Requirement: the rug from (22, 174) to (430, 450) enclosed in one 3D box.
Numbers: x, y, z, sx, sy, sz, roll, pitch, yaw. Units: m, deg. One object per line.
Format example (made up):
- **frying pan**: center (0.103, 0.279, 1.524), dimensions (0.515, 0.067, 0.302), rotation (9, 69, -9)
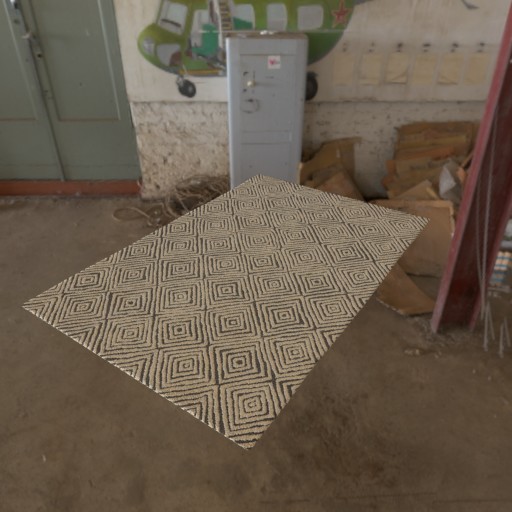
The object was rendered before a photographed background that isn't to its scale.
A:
- **rug**: center (0.000, 0.000, 2.169), dimensions (1.177, 0.004, 1.750), rotation (20, 38, 29)
